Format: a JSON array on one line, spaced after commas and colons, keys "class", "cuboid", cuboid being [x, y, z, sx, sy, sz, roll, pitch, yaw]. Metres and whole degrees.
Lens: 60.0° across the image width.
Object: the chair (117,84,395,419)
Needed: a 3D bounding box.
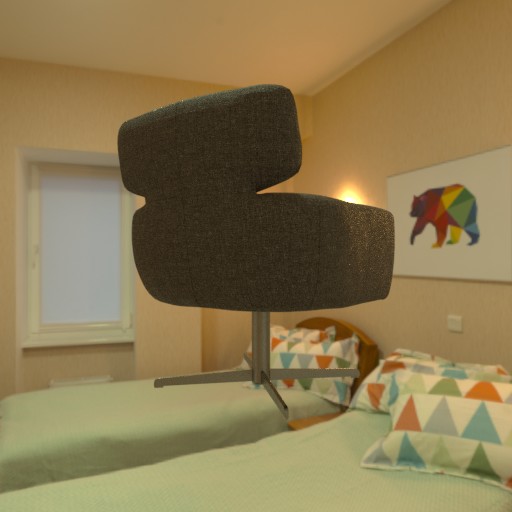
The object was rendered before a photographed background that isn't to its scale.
[{"class": "chair", "cuboid": [0.000, 0.000, 1.404, 0.706, 0.812, 0.715, 0, 0, 35]}]
